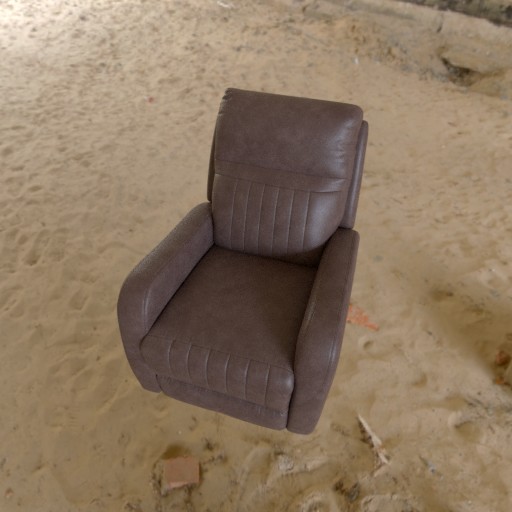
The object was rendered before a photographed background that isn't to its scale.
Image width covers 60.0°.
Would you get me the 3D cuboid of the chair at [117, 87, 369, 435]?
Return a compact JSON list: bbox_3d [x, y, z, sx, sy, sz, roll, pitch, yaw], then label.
[{"bbox_3d":[0.000,0.000,1.896,0.865,1.067,1.067,12,43,14],"label":"chair"}]
